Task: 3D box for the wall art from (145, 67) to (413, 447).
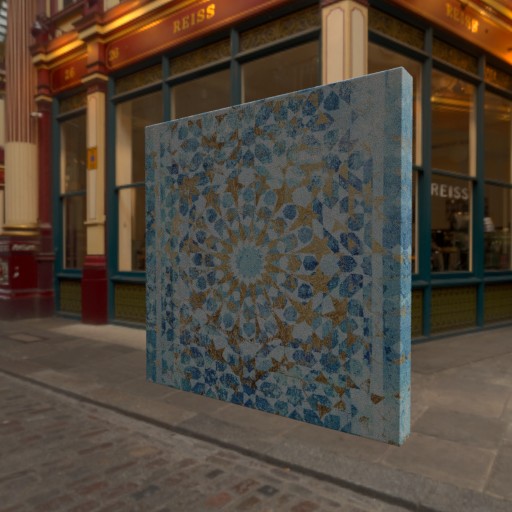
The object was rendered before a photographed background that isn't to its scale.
[{"bbox_3d":[0.000,0.000,0.603,0.405,0.405,0.037,1,1,35],"label":"wall art"}]
